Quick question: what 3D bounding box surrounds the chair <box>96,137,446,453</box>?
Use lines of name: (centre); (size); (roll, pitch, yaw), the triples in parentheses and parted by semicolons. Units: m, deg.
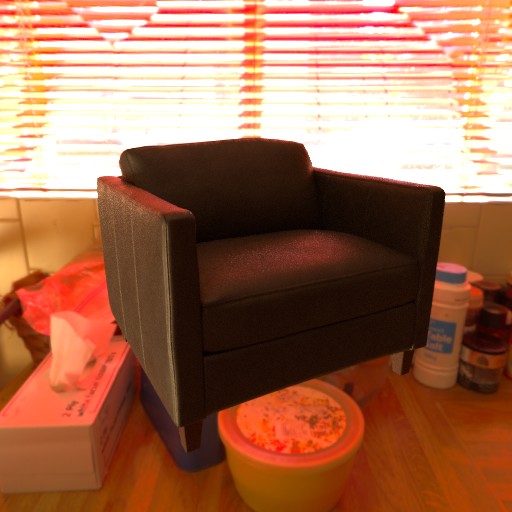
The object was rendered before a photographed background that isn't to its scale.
chair: (0.000, 0.000, 1.604); (0.939, 0.811, 0.862); (-9, 19, -27)
